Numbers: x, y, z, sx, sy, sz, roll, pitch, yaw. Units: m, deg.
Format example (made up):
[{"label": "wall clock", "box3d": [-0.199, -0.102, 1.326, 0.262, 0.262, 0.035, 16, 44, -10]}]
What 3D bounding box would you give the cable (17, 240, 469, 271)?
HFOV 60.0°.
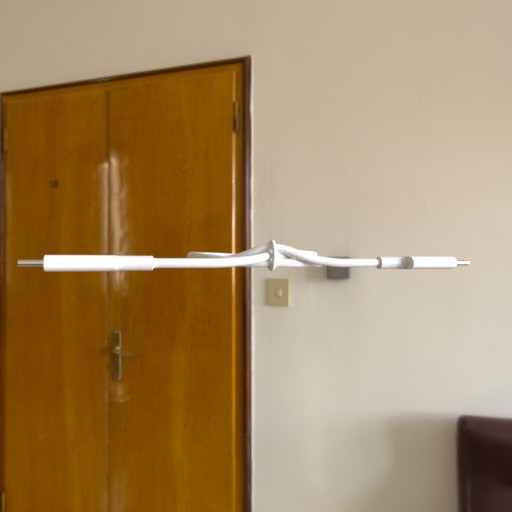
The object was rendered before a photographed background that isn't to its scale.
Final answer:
[{"label": "cable", "box3d": [0.000, 0.000, 0.223, 0.203, 0.014, 0.070, 0, -1, -18]}]
